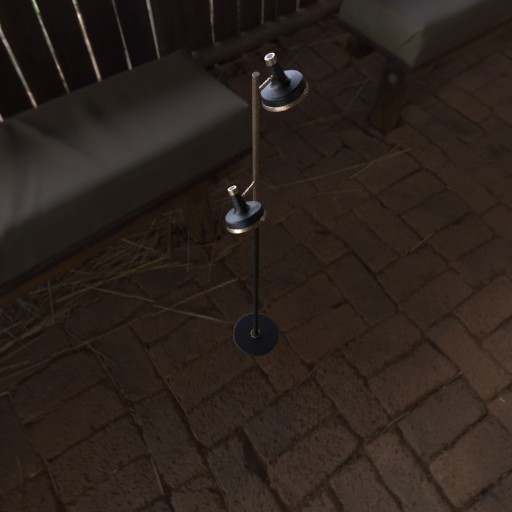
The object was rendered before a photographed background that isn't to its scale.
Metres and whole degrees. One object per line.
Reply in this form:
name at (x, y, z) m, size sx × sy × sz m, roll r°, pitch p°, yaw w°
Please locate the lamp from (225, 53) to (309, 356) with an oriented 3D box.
lamp at (0.000, 0.000, 1.792) m, size 0.253 × 1.674 × 0.351 m, roll 29°, pitch 62°, yaw 17°
